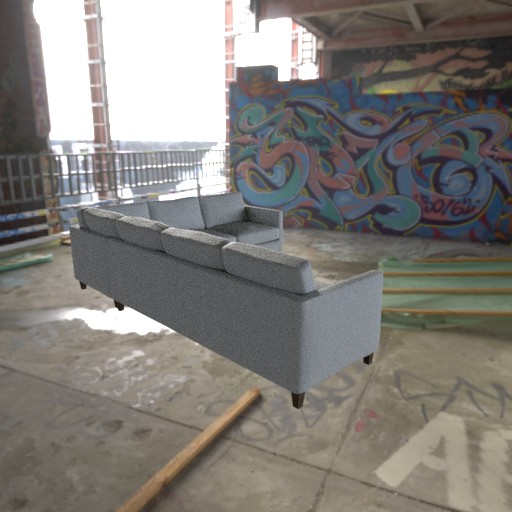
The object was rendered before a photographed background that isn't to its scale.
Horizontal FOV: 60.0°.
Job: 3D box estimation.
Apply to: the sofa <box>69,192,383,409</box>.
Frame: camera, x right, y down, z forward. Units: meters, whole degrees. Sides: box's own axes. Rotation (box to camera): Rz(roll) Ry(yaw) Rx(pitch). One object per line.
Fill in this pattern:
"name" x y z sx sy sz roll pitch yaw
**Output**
"sofa" 0.000 0.000 4.551 2.522 0.934 3.333 -14 20 -43
